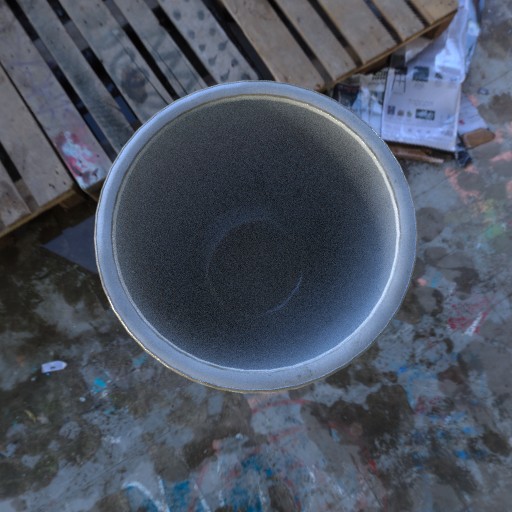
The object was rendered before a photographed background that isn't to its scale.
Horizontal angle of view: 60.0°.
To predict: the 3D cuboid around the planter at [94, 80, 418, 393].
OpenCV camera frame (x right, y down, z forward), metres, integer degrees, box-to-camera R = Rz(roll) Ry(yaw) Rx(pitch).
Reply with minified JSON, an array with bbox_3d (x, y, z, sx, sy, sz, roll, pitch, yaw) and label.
[{"bbox_3d":[0.000,0.000,0.310,0.173,0.160,0.173,0,78,0],"label":"planter"}]
